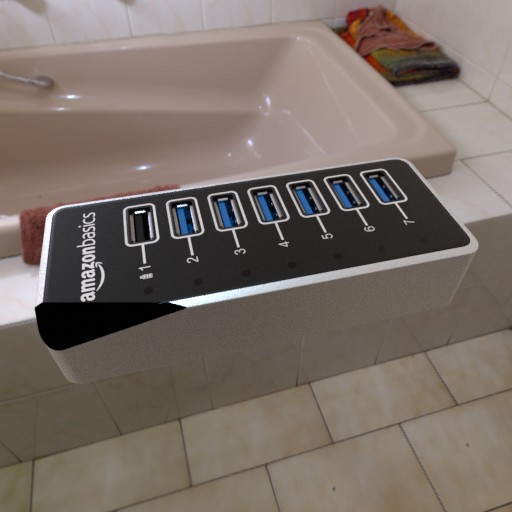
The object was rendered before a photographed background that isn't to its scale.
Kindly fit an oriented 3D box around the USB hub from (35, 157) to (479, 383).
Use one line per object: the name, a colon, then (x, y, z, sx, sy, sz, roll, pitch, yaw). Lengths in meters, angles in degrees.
USB hub: (0.000, 0.000, 0.126, 0.110, 0.023, 0.044, -10, 47, -9)
